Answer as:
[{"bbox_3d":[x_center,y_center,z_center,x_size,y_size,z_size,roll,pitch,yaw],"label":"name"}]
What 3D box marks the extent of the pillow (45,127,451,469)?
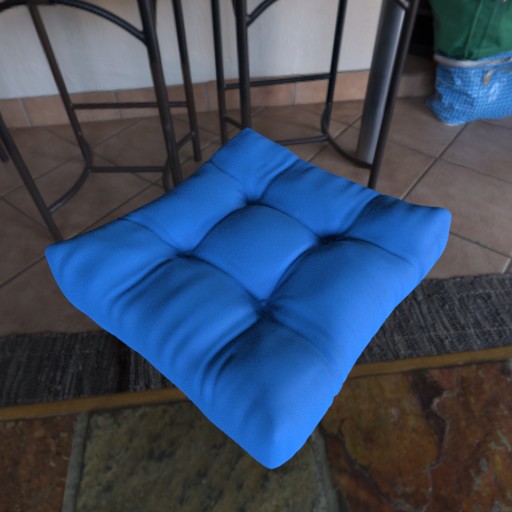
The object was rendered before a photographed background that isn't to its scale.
[{"bbox_3d":[0.000,0.000,0.727,0.468,0.128,0.490,30,53,26],"label":"pillow"}]
